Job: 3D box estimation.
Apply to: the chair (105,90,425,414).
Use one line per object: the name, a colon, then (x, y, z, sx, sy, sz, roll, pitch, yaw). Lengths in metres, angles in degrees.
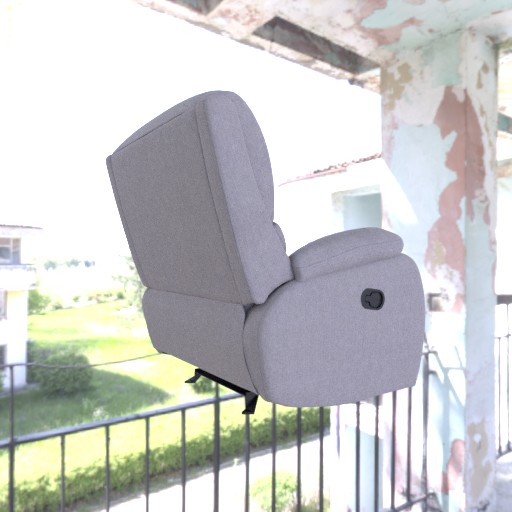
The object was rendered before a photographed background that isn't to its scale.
chair: (0.000, 0.000, 1.702, 0.899, 1.011, 0.930, 0, 0, -35)
